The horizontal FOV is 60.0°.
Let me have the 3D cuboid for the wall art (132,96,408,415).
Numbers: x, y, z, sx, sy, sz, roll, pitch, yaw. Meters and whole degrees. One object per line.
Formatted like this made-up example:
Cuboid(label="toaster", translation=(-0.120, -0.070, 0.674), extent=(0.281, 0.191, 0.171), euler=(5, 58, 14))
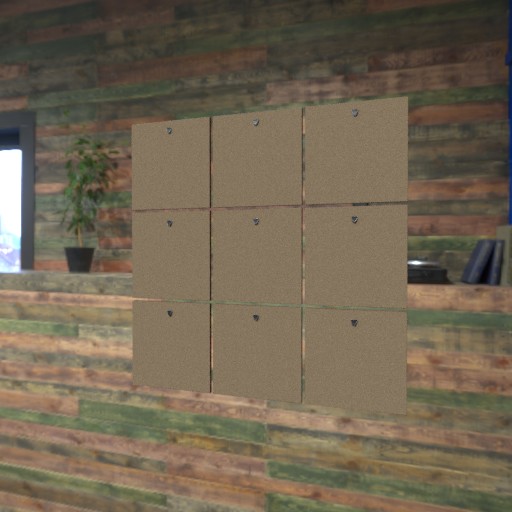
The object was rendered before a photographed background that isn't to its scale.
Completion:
Cuboid(label="wall art", translation=(0.000, 0.000, 1.402), extent=(0.906, 0.904, 0.018), euler=(0, 1, 18))
